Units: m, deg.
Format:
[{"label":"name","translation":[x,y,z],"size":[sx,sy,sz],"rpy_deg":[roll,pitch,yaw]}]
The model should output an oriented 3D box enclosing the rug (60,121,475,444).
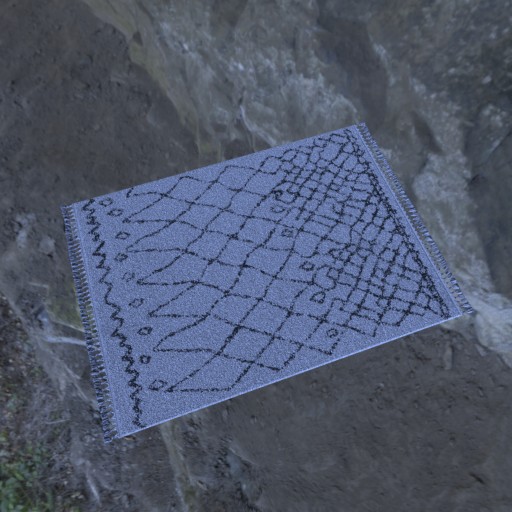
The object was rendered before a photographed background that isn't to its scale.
[{"label":"rug","translation":[0.000,0.000,2.911],"size":[2.312,0.017,1.613],"rpy_deg":[-17,66,-8]}]
